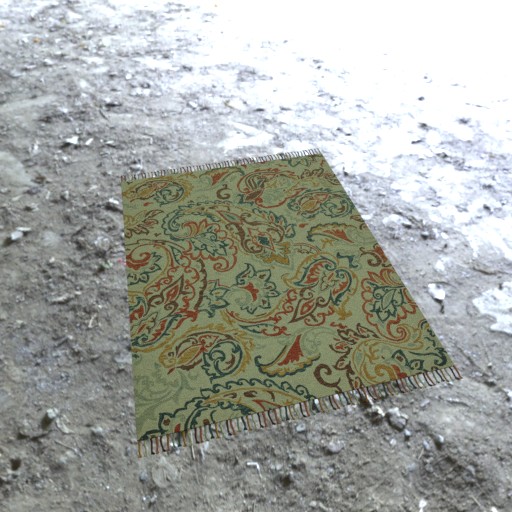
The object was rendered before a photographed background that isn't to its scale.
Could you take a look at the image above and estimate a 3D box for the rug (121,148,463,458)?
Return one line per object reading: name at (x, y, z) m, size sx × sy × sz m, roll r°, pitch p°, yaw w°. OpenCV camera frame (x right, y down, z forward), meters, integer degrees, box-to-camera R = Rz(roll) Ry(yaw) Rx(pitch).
rug at (0.000, 0.000, 4.272) m, size 2.439 × 0.015 × 3.274 m, roll -10°, pitch 47°, yaw -10°
